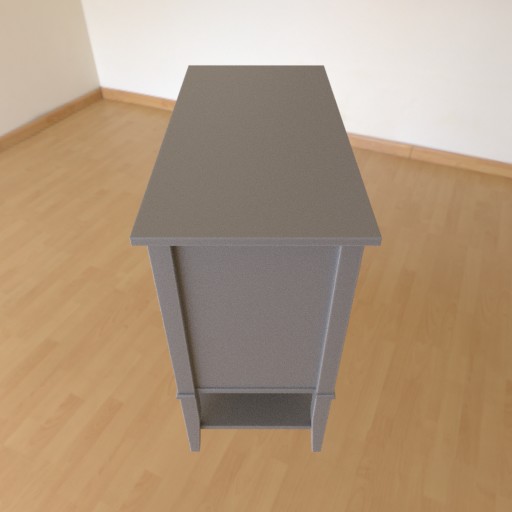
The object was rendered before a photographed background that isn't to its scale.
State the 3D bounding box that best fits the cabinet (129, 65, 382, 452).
[{"bbox_3d":[0.000,0.000,1.251,0.396,0.780,0.801,0,41,0],"label":"cabinet"}]
